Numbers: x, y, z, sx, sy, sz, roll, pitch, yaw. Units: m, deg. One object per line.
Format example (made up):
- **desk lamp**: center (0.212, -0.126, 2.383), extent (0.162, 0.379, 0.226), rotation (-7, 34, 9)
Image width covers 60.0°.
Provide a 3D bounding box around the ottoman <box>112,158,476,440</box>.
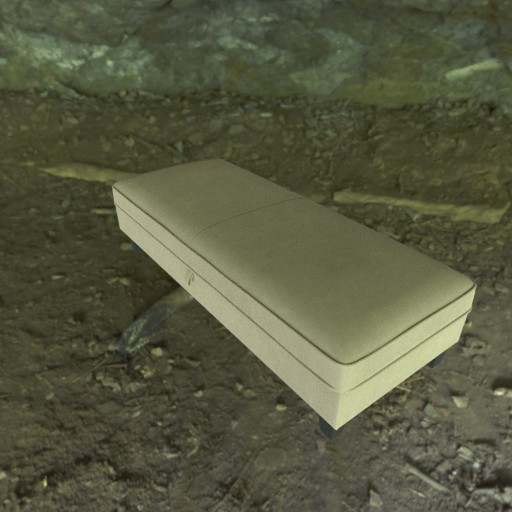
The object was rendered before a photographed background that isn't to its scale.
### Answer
- **ottoman**: center (0.000, 0.000, 2.051), extent (0.735, 0.460, 1.726), rotation (-21, 37, -31)
